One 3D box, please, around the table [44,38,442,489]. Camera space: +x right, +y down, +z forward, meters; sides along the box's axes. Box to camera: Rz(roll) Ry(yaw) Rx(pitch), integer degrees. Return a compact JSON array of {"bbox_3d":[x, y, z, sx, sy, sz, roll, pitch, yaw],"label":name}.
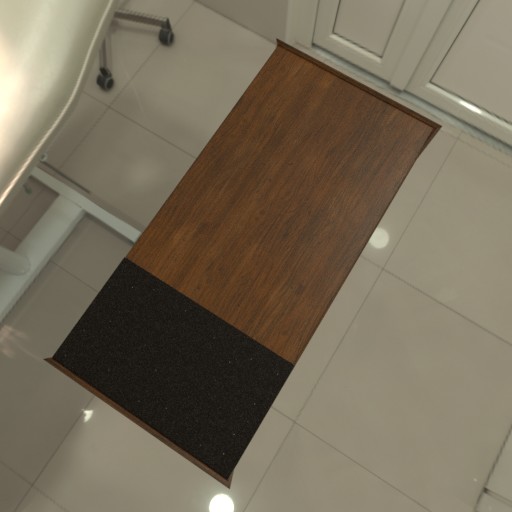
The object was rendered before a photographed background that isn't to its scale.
[{"bbox_3d":[0.000,0.000,1.545,0.610,0.508,1.221,31,78,7],"label":"table"}]
